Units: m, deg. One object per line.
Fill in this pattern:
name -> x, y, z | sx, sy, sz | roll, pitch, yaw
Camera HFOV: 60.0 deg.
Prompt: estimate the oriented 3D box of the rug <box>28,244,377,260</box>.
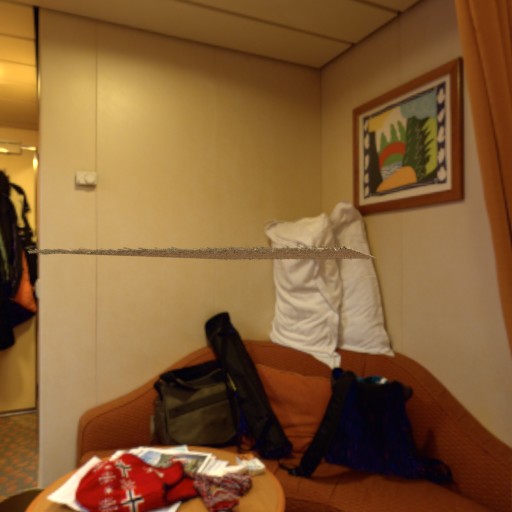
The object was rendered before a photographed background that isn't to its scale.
rug -> 0.000, 0.000, 3.023 | 1.495, 0.035, 2.472 | 0, -1, 18
